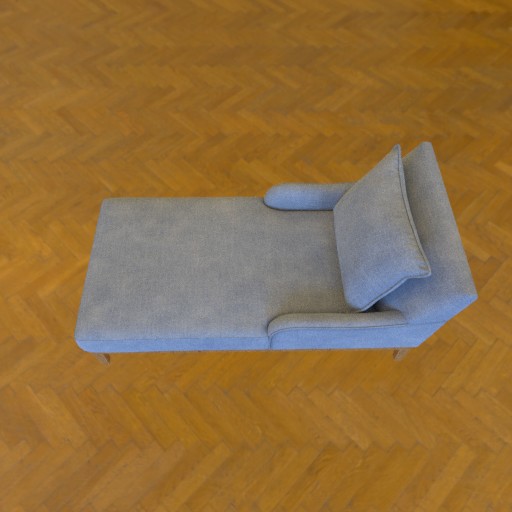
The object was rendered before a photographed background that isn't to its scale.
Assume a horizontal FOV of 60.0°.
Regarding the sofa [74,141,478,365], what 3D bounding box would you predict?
[{"bbox_3d":[0.000,0.000,2.318,1.779,0.883,0.904,-1,59,0],"label":"sofa"}]
